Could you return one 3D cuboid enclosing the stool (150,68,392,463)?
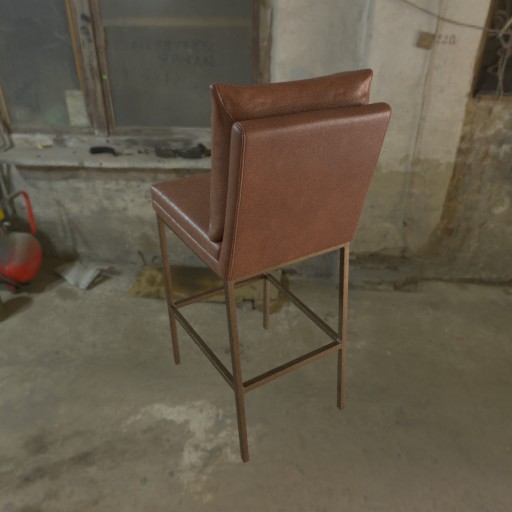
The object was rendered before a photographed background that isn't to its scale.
[{"bbox_3d":[0.000,0.000,1.413,0.463,1.124,0.571,-17,34,-27],"label":"stool"}]
